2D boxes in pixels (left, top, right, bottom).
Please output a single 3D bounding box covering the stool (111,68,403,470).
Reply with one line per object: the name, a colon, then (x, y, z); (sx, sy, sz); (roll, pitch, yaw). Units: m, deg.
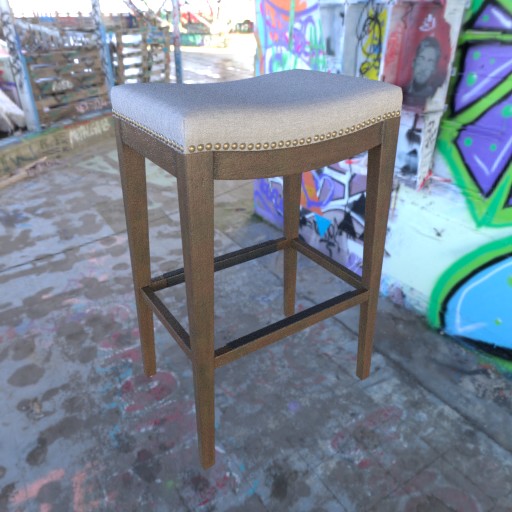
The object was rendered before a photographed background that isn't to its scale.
stool: (0.000, 0.000, 1.034); (0.508, 0.762, 0.356); (-18, 34, -29)
